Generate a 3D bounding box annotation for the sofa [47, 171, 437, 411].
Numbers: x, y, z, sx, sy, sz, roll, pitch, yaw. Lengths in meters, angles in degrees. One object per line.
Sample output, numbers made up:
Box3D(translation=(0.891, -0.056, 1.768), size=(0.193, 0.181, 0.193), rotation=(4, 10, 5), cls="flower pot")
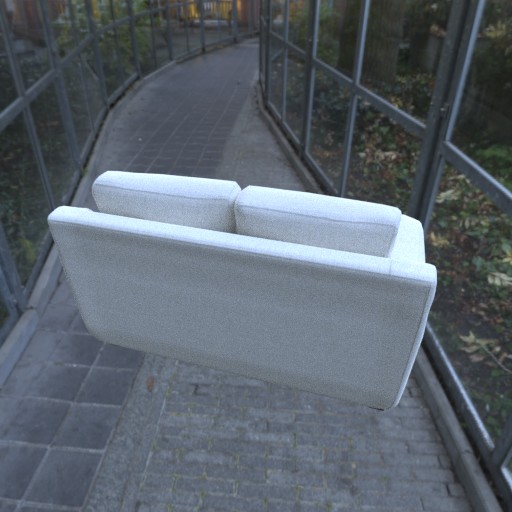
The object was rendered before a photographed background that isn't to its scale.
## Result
Box3D(translation=(0.000, 0.000, 2.399), size=(1.744, 1.047, 1.040), rotation=(10, 33, 15), cls="sofa")
